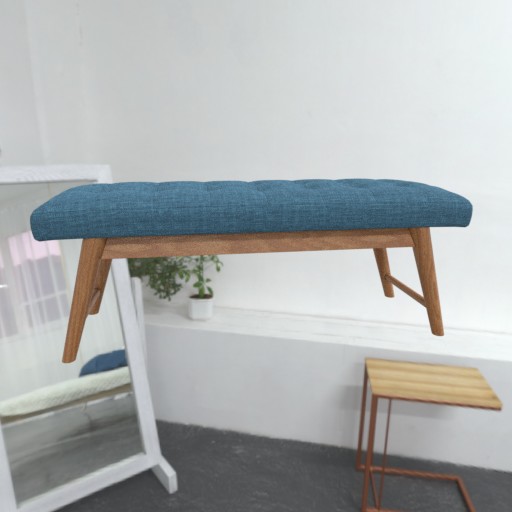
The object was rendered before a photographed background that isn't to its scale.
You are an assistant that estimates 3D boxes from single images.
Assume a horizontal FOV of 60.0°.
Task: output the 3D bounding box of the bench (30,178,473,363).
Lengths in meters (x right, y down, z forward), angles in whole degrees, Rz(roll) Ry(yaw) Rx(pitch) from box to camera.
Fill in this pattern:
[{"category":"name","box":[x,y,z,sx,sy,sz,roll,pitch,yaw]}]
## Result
[{"category":"bench","box":[0.000,0.000,1.331,1.118,0.432,0.406,-2,15,-9]}]
